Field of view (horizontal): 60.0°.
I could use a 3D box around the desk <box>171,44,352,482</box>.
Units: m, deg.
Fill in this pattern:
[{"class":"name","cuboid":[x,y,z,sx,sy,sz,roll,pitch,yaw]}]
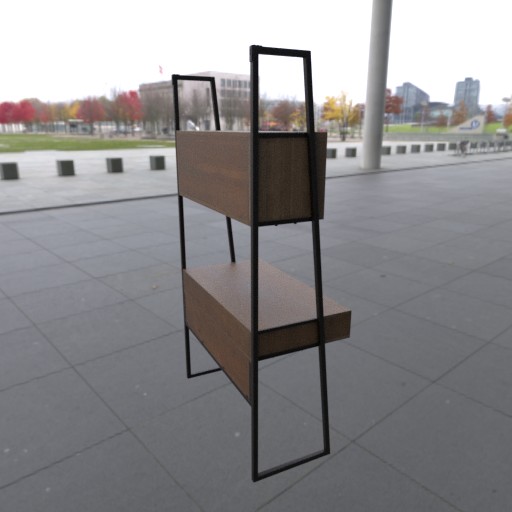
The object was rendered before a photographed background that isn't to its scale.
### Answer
[{"class":"desk","cuboid":[0.000,0.000,2.275,0.515,1.809,0.982,-8,18,-25]}]
